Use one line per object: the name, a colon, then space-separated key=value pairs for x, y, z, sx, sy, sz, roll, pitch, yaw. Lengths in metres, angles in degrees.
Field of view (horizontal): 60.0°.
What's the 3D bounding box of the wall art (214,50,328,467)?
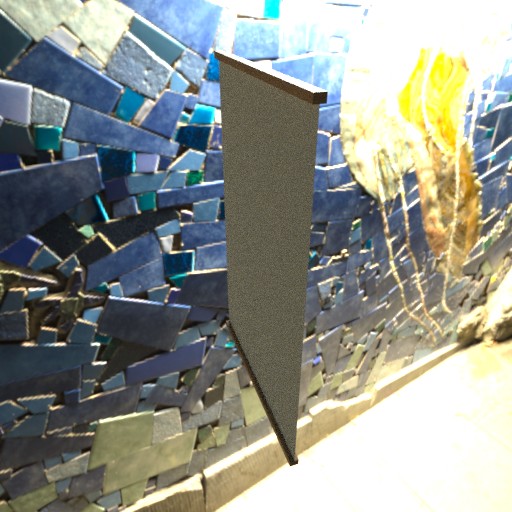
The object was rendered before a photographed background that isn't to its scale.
wall art: x=0.000 y=0.000 z=1.282 sx=0.027 sy=1.020 sz=0.669 roll=-10 pitch=32 yaw=-16
